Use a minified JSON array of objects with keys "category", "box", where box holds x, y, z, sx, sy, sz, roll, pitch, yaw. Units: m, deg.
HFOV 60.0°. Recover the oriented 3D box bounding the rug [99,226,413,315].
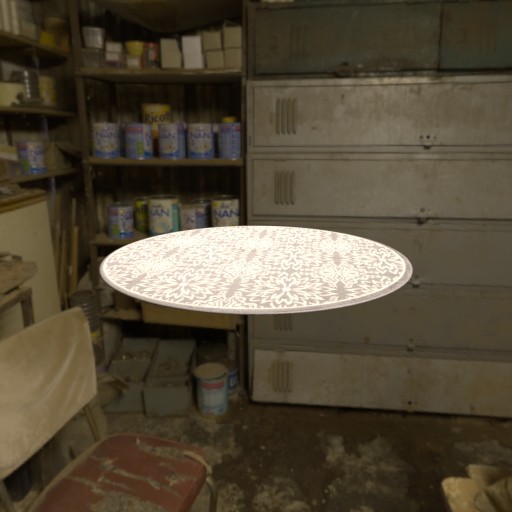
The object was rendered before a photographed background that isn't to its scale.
[{"category":"rug","box":[0.000,0.000,2.382,1.593,0.012,1.593,0,15,0]}]
